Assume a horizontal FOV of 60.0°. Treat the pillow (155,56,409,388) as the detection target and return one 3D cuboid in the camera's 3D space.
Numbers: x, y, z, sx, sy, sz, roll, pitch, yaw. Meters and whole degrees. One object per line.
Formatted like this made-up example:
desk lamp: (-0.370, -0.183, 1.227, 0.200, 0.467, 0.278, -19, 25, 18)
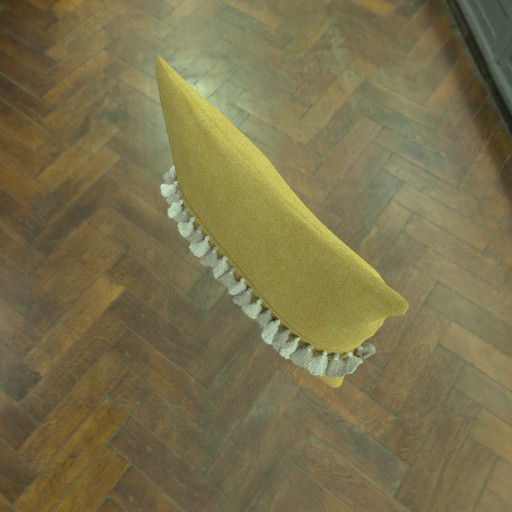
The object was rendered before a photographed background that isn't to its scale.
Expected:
pillow: (0.000, 0.000, 0.743, 0.167, 0.481, 0.485, -36, 70, -15)
